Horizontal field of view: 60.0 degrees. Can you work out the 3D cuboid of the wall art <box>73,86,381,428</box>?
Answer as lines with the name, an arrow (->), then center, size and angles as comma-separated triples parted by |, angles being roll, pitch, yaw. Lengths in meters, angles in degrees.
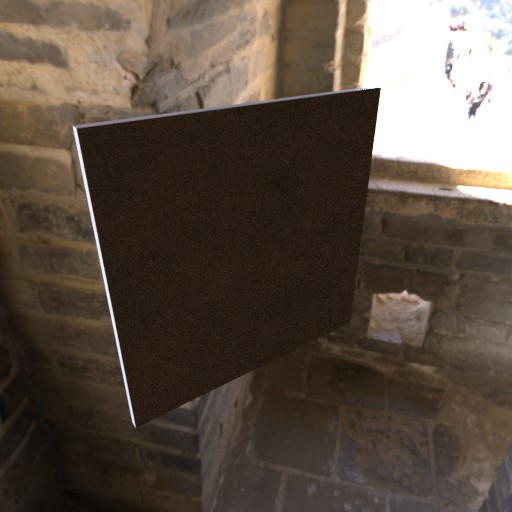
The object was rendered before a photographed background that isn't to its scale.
wall art -> 0.000, 0.000, 0.995 | 0.664, 0.661, 0.020 | -19, 35, -29
